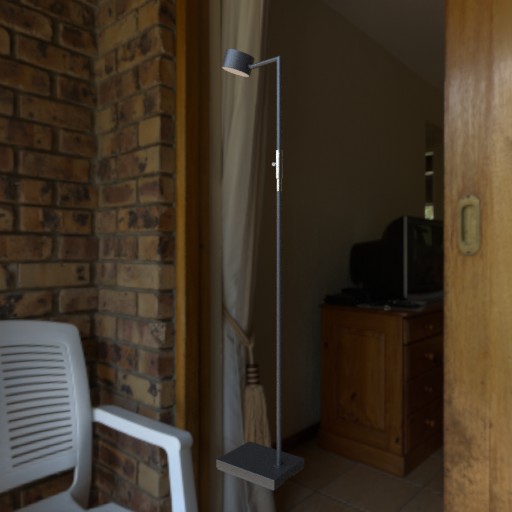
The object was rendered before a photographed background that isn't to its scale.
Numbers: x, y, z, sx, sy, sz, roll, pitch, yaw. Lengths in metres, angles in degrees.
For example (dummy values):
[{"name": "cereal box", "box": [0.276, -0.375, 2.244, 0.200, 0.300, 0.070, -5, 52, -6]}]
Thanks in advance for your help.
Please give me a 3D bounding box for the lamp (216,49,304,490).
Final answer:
[{"name": "lamp", "box": [0.000, 0.000, 1.674, 0.304, 1.600, 0.203, 0, 0, 36]}]
